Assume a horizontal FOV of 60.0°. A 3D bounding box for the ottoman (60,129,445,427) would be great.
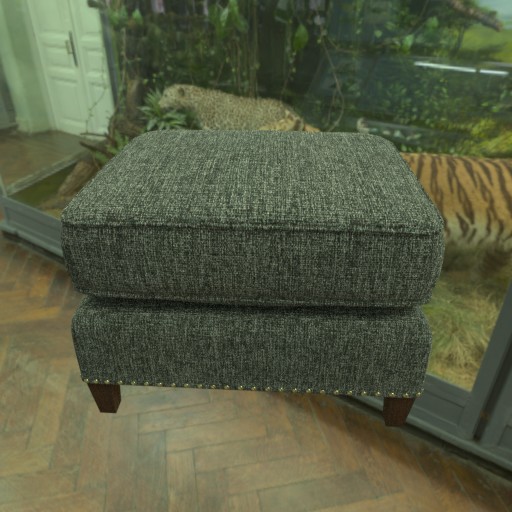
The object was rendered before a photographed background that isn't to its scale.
[{"bbox_3d":[0.000,0.000,1.103,0.738,0.537,0.589,2,32,3],"label":"ottoman"}]
